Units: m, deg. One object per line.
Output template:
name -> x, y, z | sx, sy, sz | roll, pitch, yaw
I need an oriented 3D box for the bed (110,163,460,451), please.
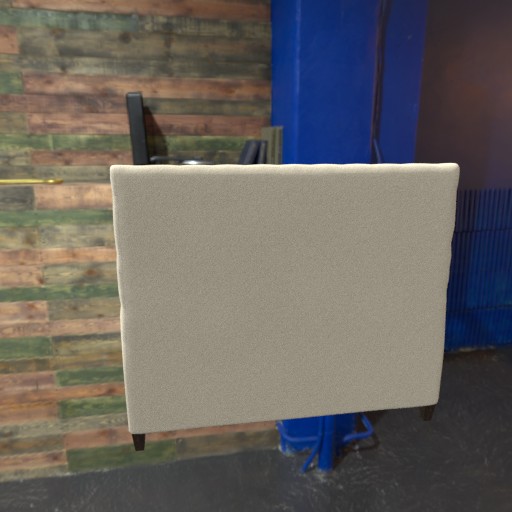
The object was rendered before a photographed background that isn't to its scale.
bed -> 0.000, 0.000, 3.337 | 1.698, 1.427, 2.387 | -2, 14, -9
